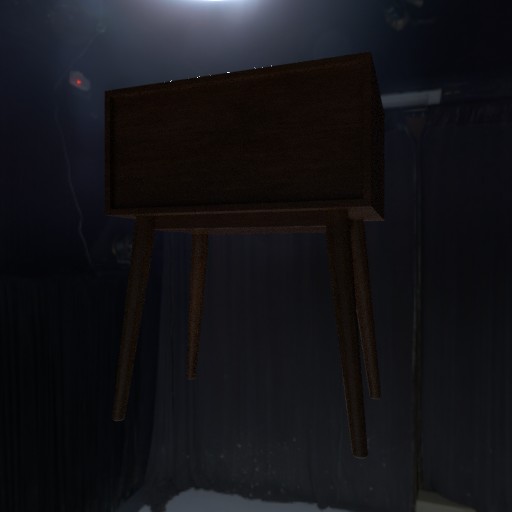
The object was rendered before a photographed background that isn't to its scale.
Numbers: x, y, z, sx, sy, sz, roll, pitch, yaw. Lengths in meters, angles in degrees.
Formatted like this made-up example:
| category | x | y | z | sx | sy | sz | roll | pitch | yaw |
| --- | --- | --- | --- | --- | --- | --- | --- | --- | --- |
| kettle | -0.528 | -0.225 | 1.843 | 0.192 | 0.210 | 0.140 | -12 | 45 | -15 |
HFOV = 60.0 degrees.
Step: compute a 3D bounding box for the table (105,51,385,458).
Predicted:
| category | x | y | z | sx | sy | sz | roll | pitch | yaw |
| --- | --- | --- | --- | --- | --- | --- | --- | --- | --- |
| table | 0.000 | 0.000 | 0.847 | 0.454 | 0.580 | 0.307 | 0 | 0 | 20 |
